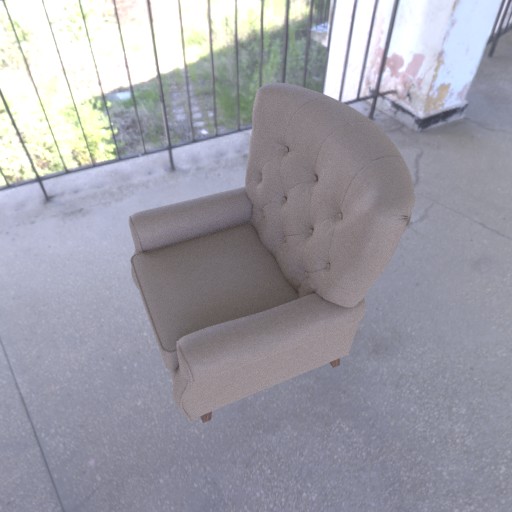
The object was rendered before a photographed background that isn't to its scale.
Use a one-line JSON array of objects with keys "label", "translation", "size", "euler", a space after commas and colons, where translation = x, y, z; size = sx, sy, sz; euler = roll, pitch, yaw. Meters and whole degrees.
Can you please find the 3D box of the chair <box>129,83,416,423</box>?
[{"label": "chair", "translation": [0.000, 0.000, 1.949], "size": [1.041, 1.138, 0.999], "euler": [-18, 48, -16]}]
